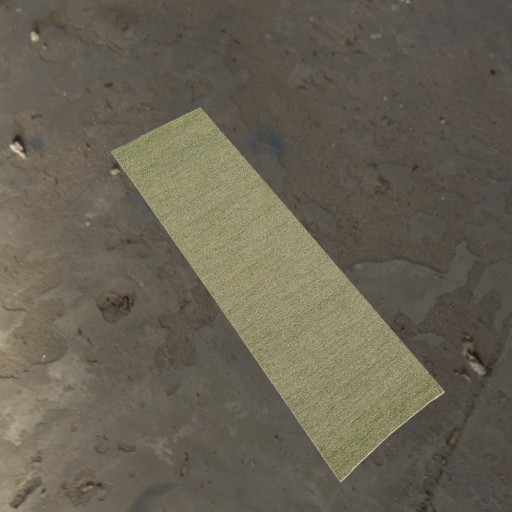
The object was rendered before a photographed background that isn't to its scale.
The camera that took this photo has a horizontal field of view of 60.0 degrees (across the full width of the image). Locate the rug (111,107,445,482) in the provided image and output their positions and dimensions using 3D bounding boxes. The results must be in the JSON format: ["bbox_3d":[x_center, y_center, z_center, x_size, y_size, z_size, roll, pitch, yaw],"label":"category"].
[{"bbox_3d":[0.000,0.000,2.542,0.686,0.013,2.340,-32,68,-15],"label":"rug"}]
